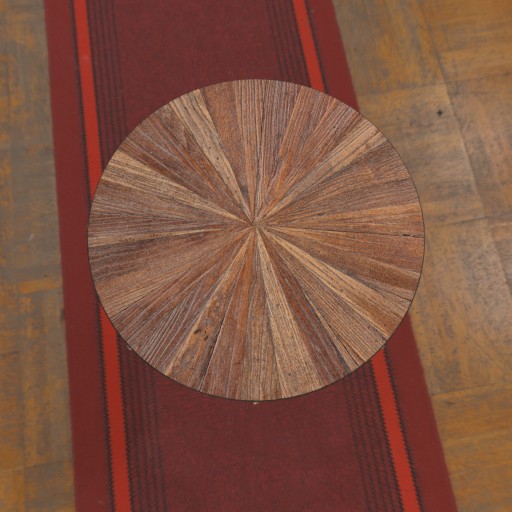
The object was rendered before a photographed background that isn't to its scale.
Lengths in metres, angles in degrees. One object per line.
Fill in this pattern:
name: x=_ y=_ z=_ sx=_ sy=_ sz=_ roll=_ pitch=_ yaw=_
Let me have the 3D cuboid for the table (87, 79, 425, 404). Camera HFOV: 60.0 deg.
table: x=0.000 y=0.000 z=1.480 sx=0.885 sy=0.658 sz=0.885 roll=0 pitch=76 yaw=0
